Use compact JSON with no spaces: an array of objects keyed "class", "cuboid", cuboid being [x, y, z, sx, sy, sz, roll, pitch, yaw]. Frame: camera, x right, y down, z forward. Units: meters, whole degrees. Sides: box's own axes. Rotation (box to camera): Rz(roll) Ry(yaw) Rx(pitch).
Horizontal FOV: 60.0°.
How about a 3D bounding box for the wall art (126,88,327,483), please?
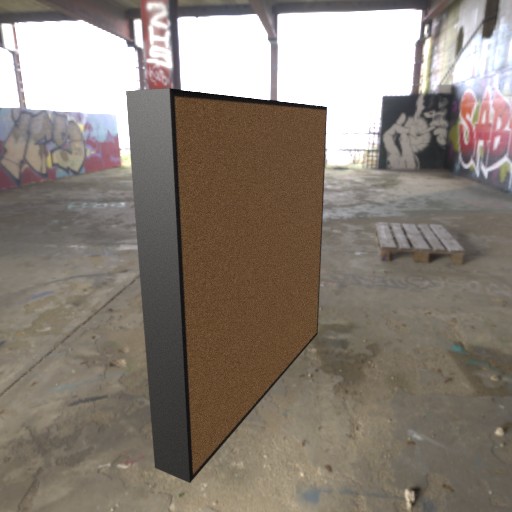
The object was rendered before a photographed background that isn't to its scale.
[{"class":"wall art","cuboid":[0.000,0.000,0.457,0.037,0.303,0.304,8,18,26]}]
